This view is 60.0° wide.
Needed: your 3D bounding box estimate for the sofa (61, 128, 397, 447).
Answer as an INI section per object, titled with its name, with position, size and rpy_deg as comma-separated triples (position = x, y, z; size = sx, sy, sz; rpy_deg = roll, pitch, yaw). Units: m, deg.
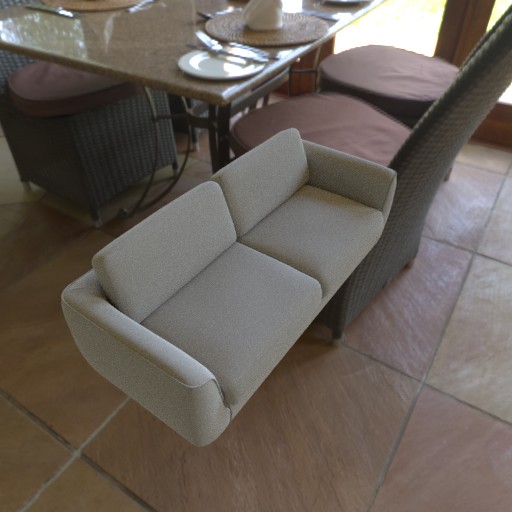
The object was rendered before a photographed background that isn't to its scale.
[sofa]
position = 0.000, 0.000, 2.536
size = 0.920, 0.850, 2.000
rpy_deg = 25, 47, 26
